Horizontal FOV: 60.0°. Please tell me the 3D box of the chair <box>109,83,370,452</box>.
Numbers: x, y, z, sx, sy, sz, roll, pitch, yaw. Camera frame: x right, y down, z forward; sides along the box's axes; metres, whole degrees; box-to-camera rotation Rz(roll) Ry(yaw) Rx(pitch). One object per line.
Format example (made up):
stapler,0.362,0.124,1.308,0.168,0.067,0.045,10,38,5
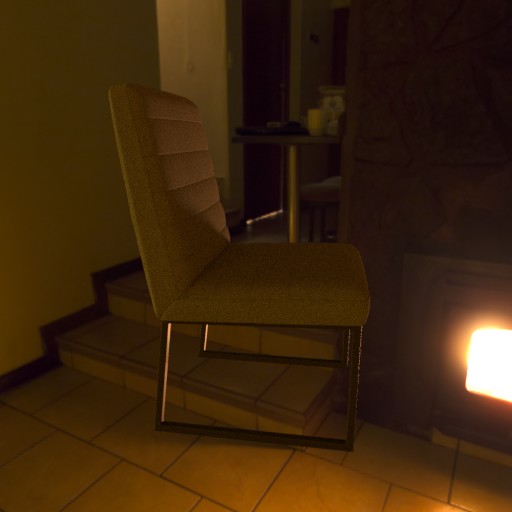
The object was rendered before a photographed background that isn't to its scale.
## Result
chair,0.000,0.000,1.321,0.634,0.930,0.520,2,15,9
